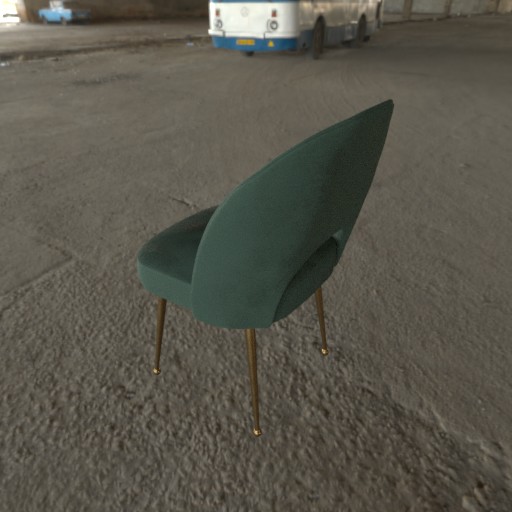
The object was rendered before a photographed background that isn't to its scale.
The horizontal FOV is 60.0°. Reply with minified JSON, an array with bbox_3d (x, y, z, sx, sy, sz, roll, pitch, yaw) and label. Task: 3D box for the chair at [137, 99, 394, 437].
[{"bbox_3d":[0.000,0.000,1.208,0.577,0.860,0.527,20,36,30],"label":"chair"}]
